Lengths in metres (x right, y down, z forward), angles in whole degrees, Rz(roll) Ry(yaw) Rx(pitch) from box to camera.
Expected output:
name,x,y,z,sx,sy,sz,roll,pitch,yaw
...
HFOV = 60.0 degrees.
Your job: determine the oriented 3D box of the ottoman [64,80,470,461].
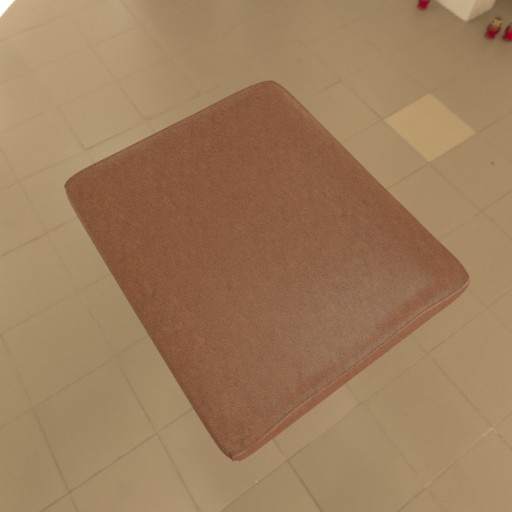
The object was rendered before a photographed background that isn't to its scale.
name,x,y,z,sx,sy,sz,roll,pitch,yaw
ottoman,0.000,0.000,1.471,0.836,0.472,0.987,-32,67,-15
